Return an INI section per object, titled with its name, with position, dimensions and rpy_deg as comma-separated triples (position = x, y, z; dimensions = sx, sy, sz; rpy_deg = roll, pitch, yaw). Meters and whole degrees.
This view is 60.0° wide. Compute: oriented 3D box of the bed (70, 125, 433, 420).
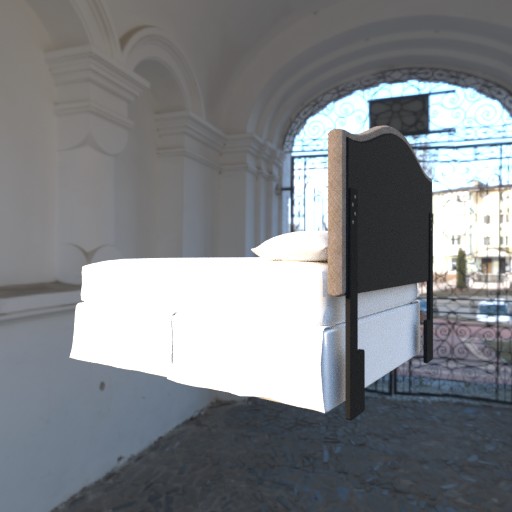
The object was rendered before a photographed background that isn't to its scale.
[bed]
position = 0.000, 0.000, 3.281
dimensions = 2.153, 1.518, 1.713
rpy_deg = 0, 0, 35
